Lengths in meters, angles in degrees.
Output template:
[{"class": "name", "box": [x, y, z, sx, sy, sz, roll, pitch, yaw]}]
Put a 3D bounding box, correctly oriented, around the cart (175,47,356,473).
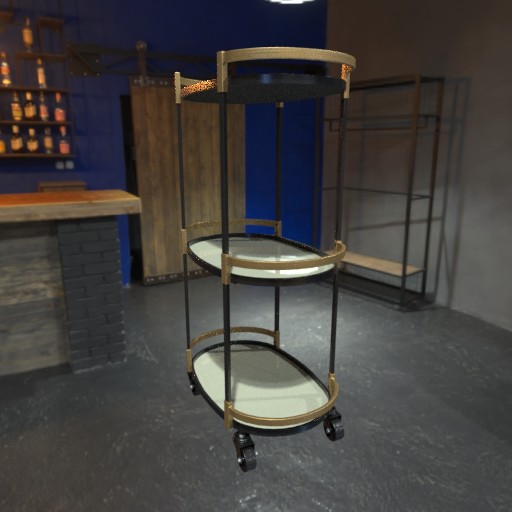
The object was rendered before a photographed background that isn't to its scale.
[{"class": "cart", "box": [0.000, 0.000, 1.123, 0.311, 0.885, 0.515, -7, 16, -25]}]
